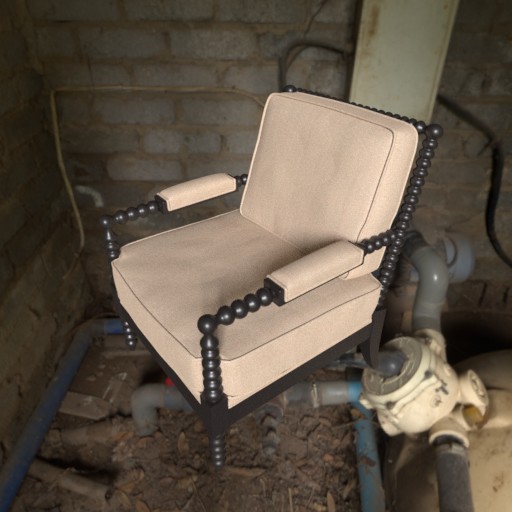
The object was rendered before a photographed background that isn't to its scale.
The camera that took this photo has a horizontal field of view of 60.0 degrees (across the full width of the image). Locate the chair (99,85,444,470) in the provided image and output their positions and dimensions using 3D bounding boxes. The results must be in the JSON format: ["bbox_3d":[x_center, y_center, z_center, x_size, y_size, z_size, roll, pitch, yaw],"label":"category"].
[{"bbox_3d":[0.000,0.000,1.162,0.657,0.703,0.555,-22,39,-30],"label":"chair"}]
